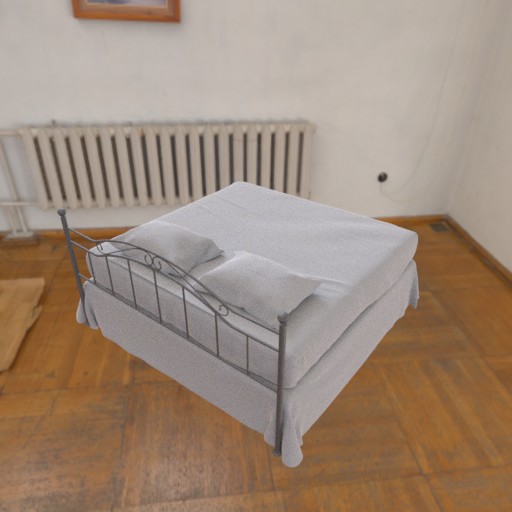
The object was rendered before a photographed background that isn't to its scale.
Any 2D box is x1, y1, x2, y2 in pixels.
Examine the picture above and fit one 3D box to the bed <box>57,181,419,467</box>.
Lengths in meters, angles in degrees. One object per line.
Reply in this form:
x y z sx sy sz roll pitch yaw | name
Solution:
0.000 0.000 3.692 2.309 1.080 2.220 22 37 32 | bed
